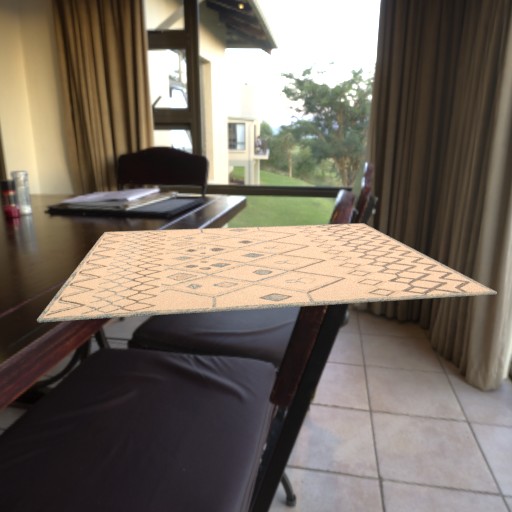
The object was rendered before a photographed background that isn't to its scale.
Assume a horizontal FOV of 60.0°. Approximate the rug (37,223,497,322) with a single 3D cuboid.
[{"bbox_3d":[0.000,0.000,4.044,3.056,0.013,2.441,-2,16,-9],"label":"rug"}]
